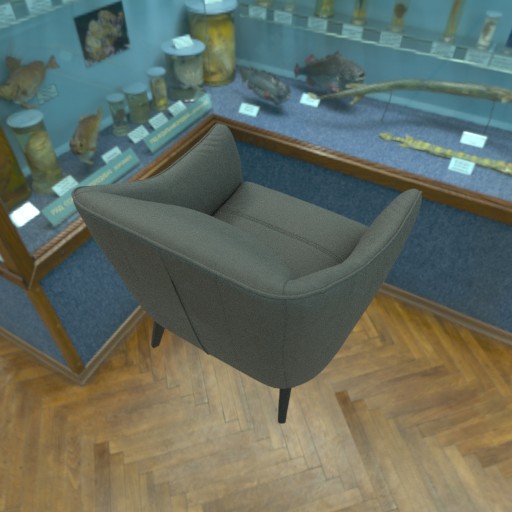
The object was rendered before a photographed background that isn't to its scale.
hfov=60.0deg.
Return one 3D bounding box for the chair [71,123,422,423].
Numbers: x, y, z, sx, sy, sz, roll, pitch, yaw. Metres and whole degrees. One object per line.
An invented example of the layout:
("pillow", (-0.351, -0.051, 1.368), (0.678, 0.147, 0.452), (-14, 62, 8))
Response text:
("chair", (0.000, 0.000, 1.563), (0.871, 0.830, 0.852), (24, 51, 21))
